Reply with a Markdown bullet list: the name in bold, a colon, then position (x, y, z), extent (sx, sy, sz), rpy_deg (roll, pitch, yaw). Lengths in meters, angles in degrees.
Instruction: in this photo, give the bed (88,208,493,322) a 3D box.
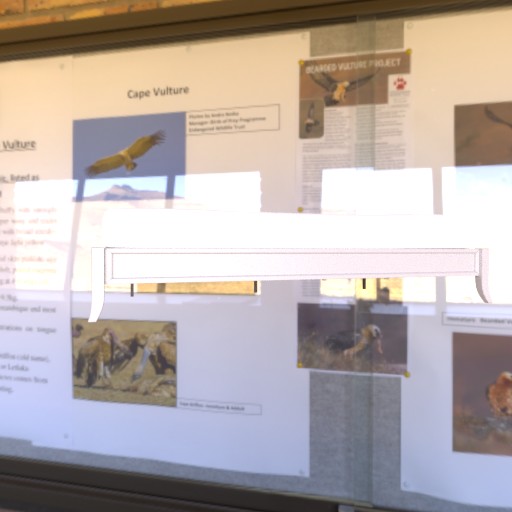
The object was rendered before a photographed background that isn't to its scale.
- **bed**: position (0.000, 0.000, 3.077), extent (2.108, 0.510, 2.007), rpy_deg (0, 1, -19)
